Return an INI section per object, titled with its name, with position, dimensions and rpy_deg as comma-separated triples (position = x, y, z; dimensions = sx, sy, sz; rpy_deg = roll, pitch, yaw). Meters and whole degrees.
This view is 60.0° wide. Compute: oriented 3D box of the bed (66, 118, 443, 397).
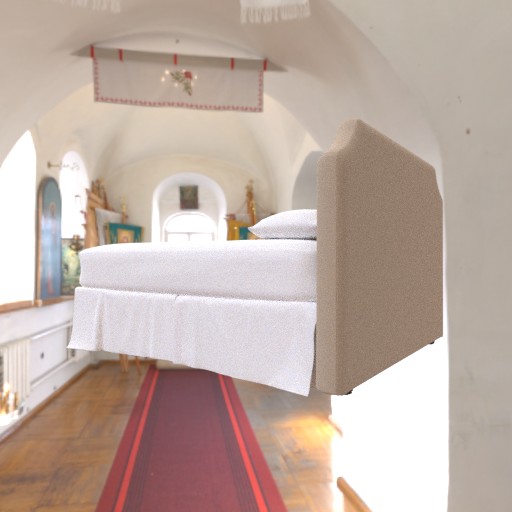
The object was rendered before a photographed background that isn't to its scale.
[bed]
position = 0.000, 0.000, 3.261
dimensions = 2.204, 1.301, 1.828
rpy_deg = 0, 0, 36
